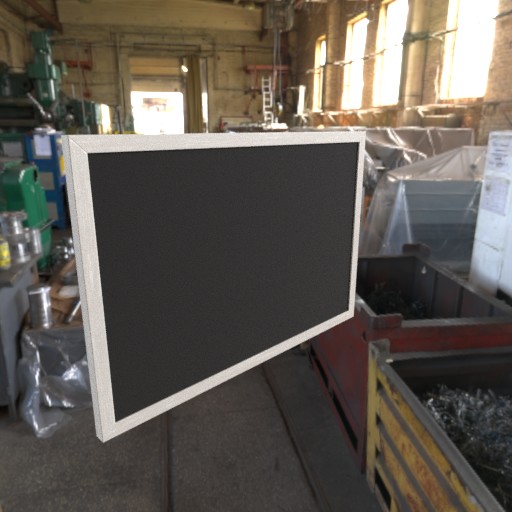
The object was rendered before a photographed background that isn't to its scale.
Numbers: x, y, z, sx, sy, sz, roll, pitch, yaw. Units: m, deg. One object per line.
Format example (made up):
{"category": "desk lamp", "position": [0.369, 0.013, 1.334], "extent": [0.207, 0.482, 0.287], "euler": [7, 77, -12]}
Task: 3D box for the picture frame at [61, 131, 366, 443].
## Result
{"category": "picture frame", "position": [0.000, 0.000, 1.194], "extent": [0.950, 0.640, 0.029], "euler": [-15, 22, -42]}
